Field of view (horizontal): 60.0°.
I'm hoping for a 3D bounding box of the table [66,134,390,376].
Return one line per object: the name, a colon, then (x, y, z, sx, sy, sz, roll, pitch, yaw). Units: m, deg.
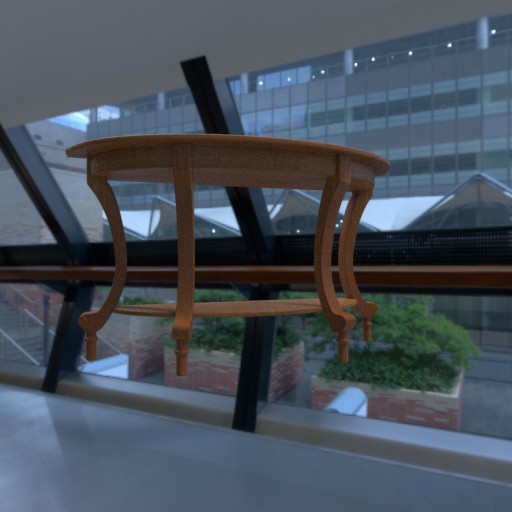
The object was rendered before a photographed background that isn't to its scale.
table: (0.000, 0.000, 1.480, 1.198, 0.692, 0.394, 0, 0, -18)
